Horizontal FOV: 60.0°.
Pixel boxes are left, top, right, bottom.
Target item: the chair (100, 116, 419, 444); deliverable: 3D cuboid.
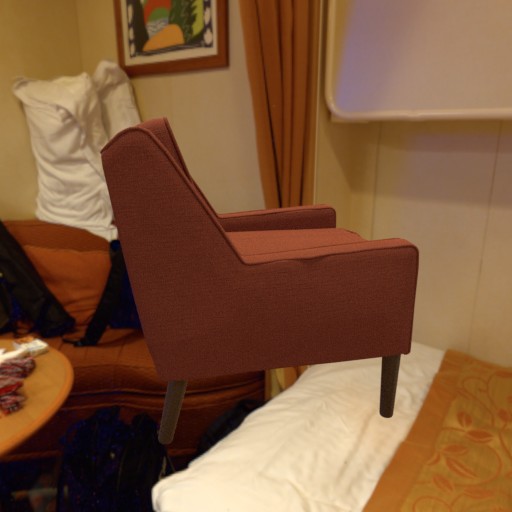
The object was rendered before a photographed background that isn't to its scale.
[{"bbox_3d":[0.000,0.000,1.366,0.770,0.812,0.680,-3,16,-10],"label":"chair"}]
